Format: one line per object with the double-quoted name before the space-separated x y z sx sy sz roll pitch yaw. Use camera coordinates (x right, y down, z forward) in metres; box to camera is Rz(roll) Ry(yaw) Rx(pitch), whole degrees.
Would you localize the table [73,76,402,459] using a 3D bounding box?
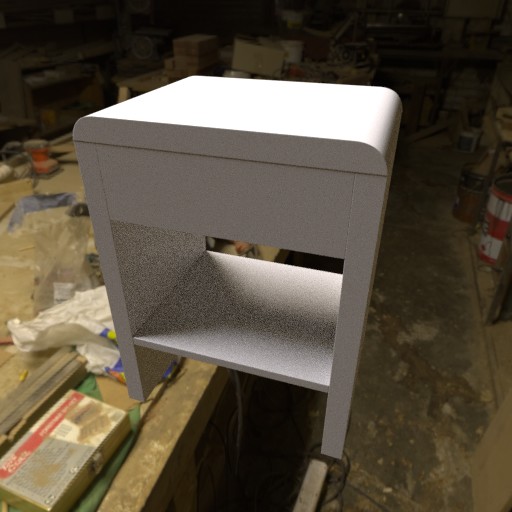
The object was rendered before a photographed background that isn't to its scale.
"table" 0.000 0.000 0.865 0.450 0.590 0.350 10 33 16
